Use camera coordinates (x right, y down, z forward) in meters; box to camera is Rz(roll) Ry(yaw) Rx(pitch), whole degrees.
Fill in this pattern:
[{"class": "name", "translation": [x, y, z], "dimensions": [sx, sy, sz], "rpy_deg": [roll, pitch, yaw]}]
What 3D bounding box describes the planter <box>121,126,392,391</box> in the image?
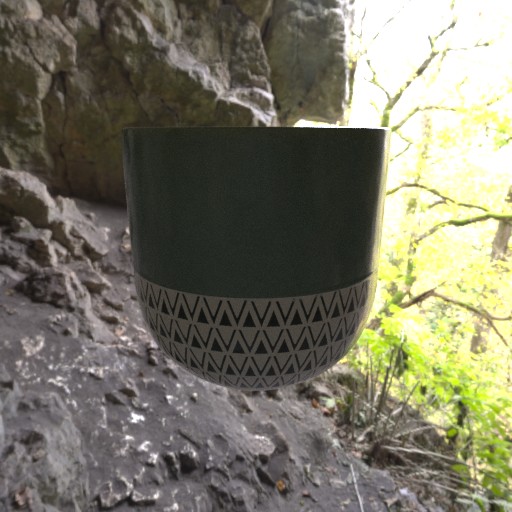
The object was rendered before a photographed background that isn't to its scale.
[{"class": "planter", "translation": [0.000, 0.000, 0.488], "dimensions": [0.266, 0.270, 0.266], "rpy_deg": [0, 15, 0]}]
